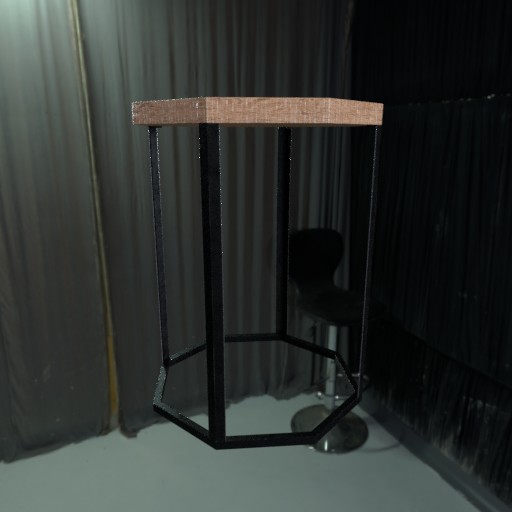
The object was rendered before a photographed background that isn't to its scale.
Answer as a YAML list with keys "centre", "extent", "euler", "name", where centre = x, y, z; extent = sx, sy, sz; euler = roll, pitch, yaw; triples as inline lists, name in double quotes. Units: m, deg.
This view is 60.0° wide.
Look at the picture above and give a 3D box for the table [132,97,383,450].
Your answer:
- centre: [0.000, 0.000, 0.863]
  extent: [0.437, 0.553, 0.437]
  euler: [-8, 17, -26]
  name: "table"
